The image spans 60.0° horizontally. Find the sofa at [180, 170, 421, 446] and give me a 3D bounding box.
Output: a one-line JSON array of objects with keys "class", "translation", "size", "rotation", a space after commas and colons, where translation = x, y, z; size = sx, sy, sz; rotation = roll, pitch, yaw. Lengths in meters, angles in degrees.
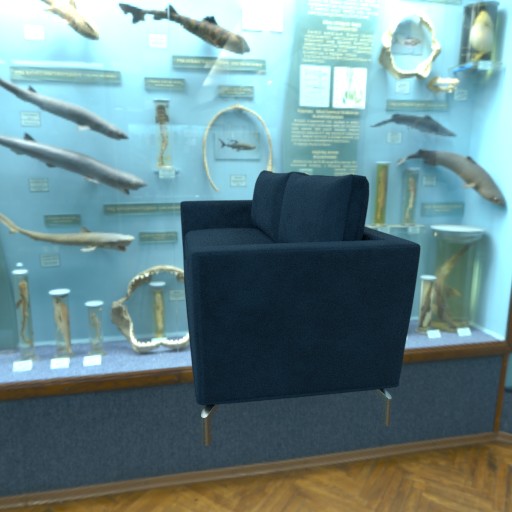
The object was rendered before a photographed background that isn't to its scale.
[{"class": "sofa", "translation": [0.000, 0.000, 2.664], "size": [0.853, 0.998, 2.212], "rotation": [-2, 12, -10]}]
